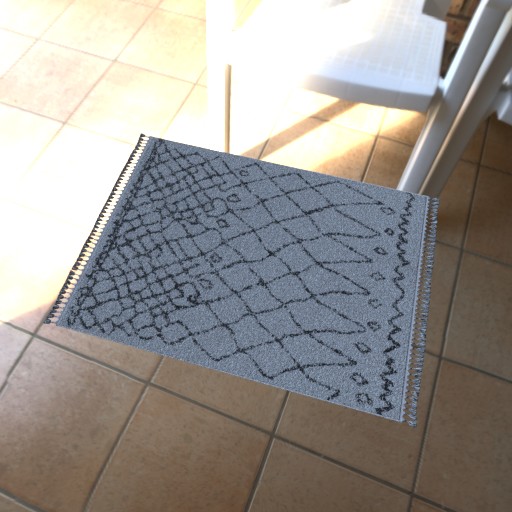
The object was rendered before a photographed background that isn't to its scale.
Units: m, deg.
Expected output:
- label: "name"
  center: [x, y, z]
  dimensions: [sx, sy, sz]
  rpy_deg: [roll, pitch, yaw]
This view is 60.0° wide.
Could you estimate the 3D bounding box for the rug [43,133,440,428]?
- label: "rug"
  center: [0.000, 0.000, 2.983]
  dimensions: [2.312, 0.017, 1.613]
  rpy_deg: [14, 64, 7]
